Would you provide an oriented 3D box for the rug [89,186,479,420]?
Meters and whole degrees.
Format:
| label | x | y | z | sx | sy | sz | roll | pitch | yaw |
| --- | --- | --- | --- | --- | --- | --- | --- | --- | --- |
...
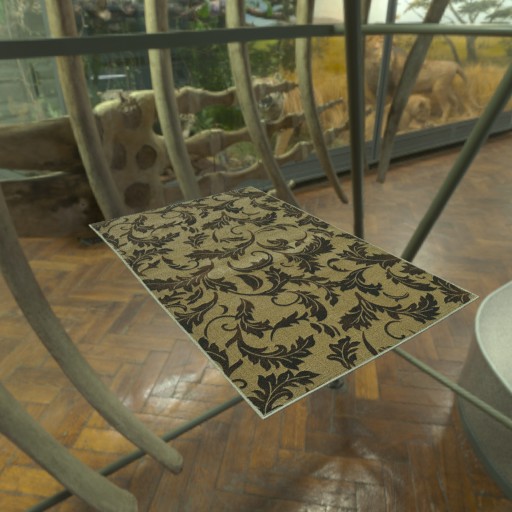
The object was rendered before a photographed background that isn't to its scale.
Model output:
| label | x | y | z | sx | sy | sz | roll | pitch | yaw |
| --- | --- | --- | --- | --- | --- | --- | --- | --- | --- |
| rug | 0.000 | 0.000 | 2.944 | 1.522 | 0.008 | 2.284 | -19 | 34 | -31 |
